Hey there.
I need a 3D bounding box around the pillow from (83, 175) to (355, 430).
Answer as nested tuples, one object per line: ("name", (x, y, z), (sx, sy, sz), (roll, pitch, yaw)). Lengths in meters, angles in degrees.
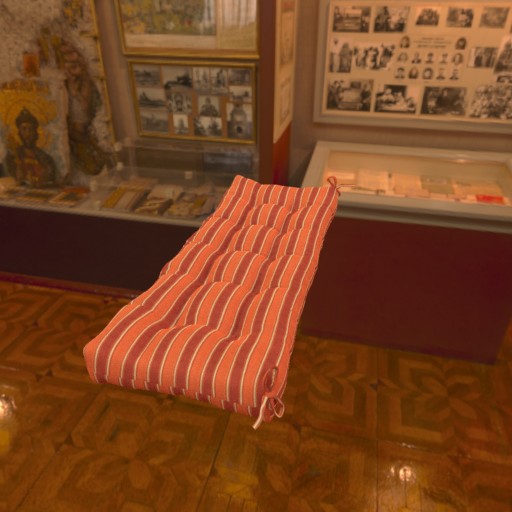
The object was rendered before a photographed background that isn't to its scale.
("pillow", (0.000, 0.000, 1.383), (0.511, 0.174, 1.194), (8, 32, 13))
